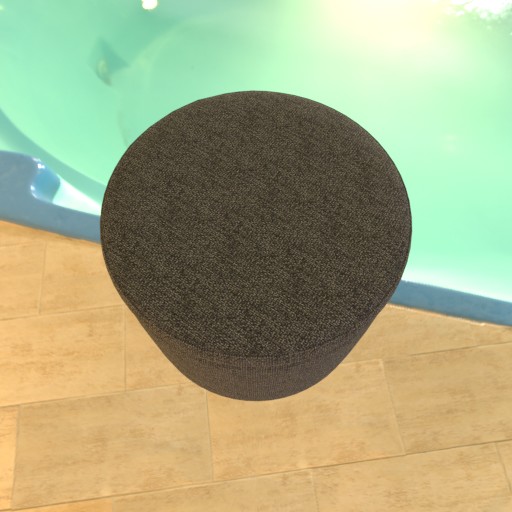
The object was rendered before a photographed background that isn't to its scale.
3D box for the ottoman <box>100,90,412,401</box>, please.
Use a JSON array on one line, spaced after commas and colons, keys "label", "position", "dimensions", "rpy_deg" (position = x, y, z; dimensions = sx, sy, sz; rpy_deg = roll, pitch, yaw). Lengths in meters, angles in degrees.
[{"label": "ottoman", "position": [0.000, 0.000, 0.903], "dimensions": [0.520, 0.430, 0.520], "rpy_deg": [0, 64, 0]}]
